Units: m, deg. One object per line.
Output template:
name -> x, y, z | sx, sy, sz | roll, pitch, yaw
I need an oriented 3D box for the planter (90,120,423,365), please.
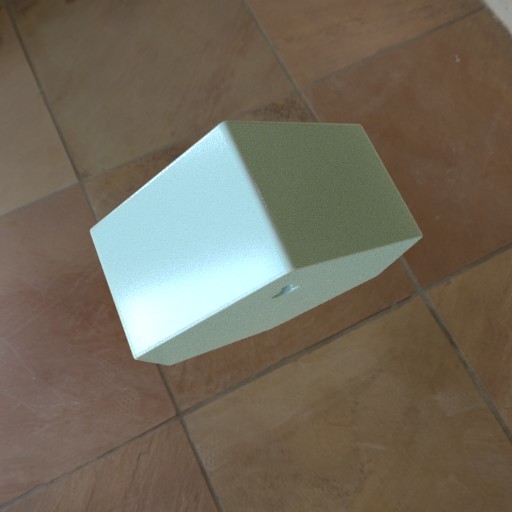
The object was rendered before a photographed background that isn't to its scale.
planter -> 0.000, 0.000, 0.291 | 0.169, 0.207, 0.078 | -22, 75, -6
